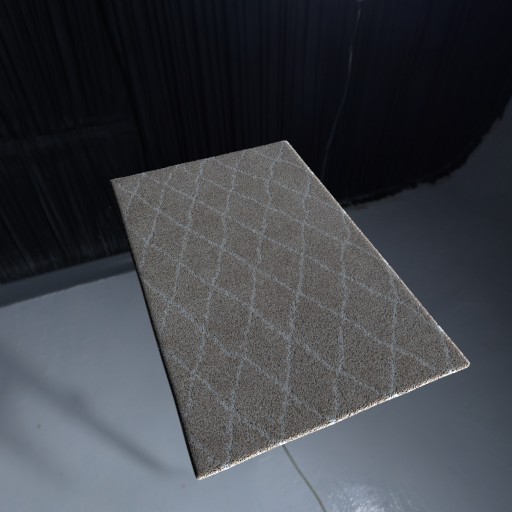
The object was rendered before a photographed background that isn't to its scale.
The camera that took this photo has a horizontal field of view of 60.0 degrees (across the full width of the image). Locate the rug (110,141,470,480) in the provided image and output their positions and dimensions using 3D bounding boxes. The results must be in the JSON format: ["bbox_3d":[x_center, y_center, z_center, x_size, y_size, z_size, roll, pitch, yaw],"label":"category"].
[{"bbox_3d":[0.000,0.000,3.399,1.778,0.030,2.743,-16,49,-15],"label":"rug"}]
